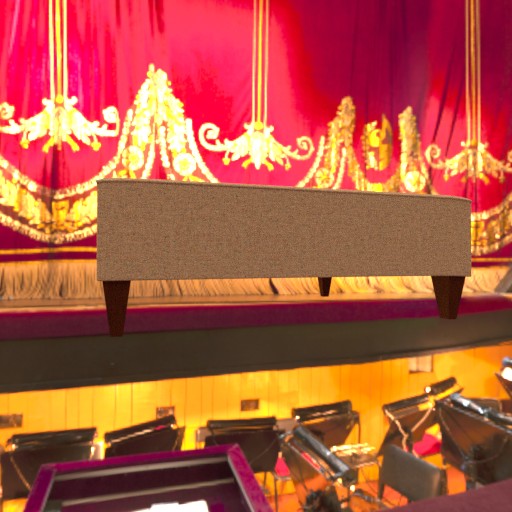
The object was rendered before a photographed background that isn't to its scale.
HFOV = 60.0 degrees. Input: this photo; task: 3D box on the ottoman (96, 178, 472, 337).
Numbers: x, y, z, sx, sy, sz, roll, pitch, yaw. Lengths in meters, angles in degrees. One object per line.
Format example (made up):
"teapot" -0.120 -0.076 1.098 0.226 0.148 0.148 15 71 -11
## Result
"ottoman" 0.000 0.000 1.259 0.835 0.303 0.736 0 0 -18
